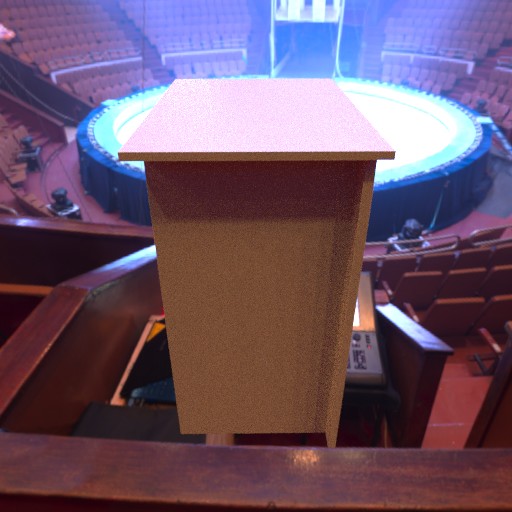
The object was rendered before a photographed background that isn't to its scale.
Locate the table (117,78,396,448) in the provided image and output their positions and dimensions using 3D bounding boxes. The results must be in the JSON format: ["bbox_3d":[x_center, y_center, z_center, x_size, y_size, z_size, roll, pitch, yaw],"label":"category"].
[{"bbox_3d":[0.000,0.000,1.076,0.406,0.711,0.589,0,31,-1],"label":"table"}]
